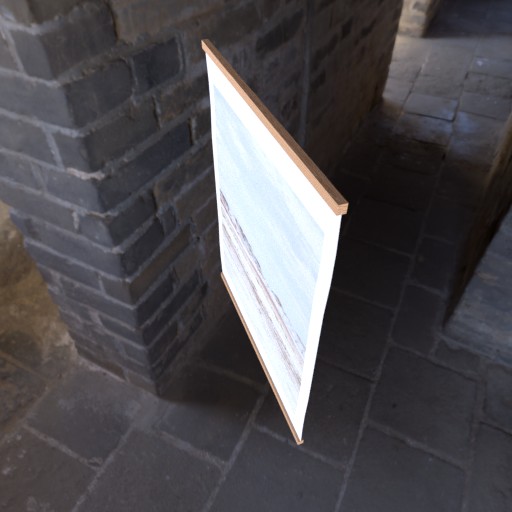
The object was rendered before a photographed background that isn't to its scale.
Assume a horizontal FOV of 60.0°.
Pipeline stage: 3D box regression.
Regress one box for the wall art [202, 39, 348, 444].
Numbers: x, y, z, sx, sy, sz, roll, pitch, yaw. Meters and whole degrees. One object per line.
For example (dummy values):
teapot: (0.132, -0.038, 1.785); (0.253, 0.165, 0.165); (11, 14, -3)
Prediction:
wall art: (0.000, 0.000, 0.687); (0.010, 0.507, 0.404); (-16, 48, -15)
